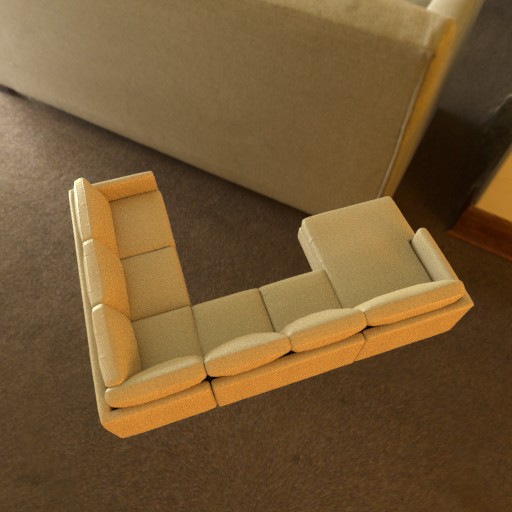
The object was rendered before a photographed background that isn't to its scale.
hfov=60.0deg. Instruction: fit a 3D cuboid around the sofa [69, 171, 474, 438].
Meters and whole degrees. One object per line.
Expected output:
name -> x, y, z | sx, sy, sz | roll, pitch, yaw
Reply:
sofa -> 0.000, 0.000, 4.646 | 3.460, 0.961, 2.594 | -16, 60, -9
